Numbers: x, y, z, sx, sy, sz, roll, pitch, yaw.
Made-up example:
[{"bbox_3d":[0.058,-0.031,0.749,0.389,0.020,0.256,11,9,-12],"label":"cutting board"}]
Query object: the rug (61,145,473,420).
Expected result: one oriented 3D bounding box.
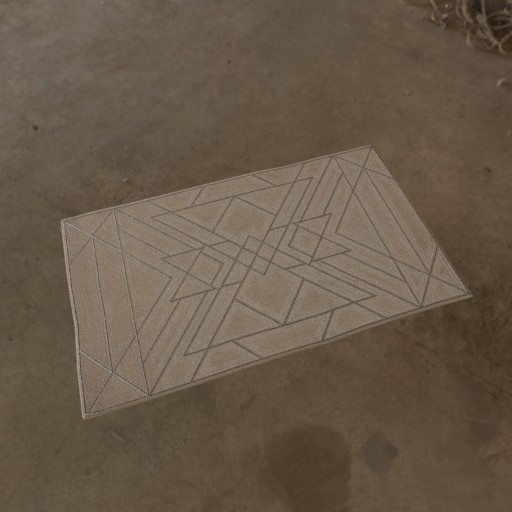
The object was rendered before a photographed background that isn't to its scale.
[{"bbox_3d":[0.000,0.000,1.058,0.869,0.008,0.511,-15,59,-10],"label":"rug"}]
